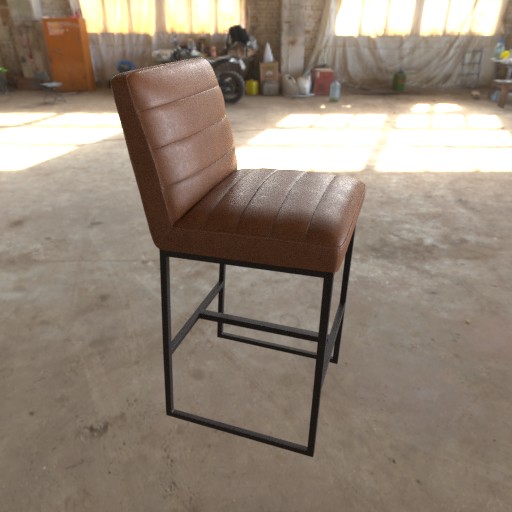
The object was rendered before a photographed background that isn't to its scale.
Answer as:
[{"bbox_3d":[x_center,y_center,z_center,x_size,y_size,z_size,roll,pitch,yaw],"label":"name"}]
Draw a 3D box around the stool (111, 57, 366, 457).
[{"bbox_3d":[0.000,0.000,1.310,0.556,1.040,0.458,9,30,16],"label":"stool"}]
